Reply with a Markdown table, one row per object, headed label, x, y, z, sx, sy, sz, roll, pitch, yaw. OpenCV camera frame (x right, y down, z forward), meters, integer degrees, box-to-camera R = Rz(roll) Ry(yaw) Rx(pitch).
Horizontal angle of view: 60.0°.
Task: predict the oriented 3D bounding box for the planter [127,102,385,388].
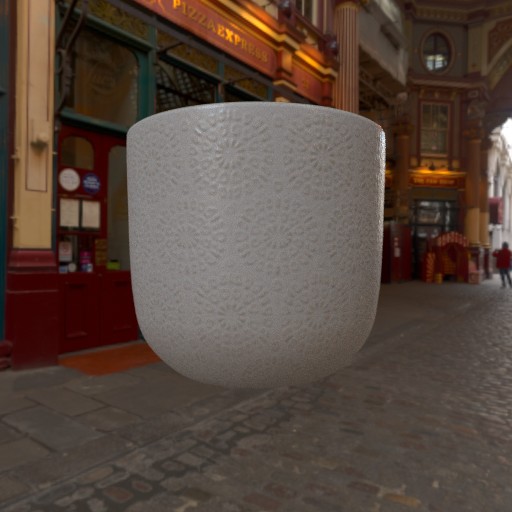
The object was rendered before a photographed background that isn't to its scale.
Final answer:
| label | x | y | z | sx | sy | sz | roll | pitch | yaw |
| --- | --- | --- | --- | --- | --- | --- | --- | --- | --- |
| planter | 0.000 | 0.000 | 0.372 | 0.208 | 0.190 | 0.208 | 0 | 1 | 0 |
